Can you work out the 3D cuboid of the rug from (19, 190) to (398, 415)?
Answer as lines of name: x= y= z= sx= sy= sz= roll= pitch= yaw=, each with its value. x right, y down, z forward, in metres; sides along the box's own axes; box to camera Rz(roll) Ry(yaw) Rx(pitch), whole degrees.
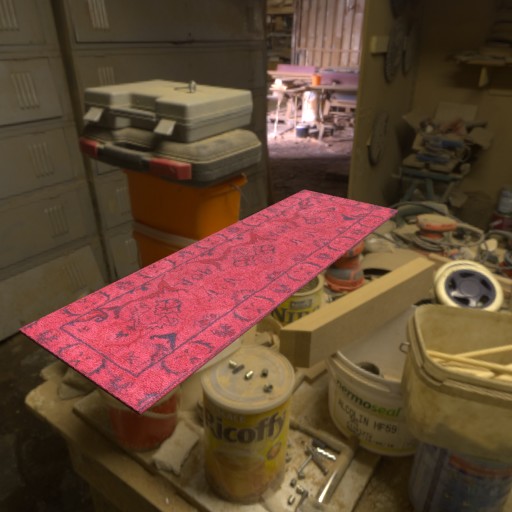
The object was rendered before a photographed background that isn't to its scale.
rug: x=0.000 y=0.000 z=2.620 sx=0.813 sy=0.018 sz=2.439 roll=18 pitch=32 yaw=32
